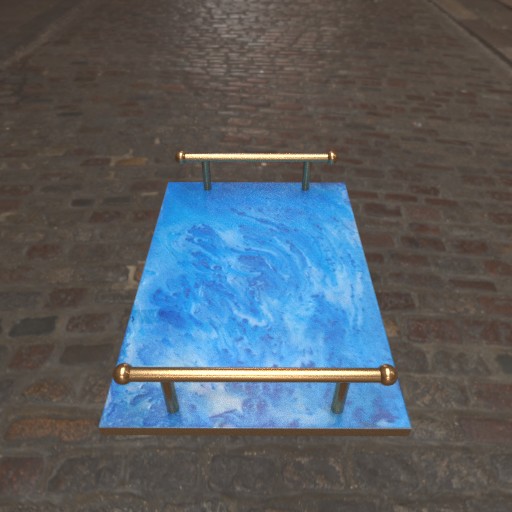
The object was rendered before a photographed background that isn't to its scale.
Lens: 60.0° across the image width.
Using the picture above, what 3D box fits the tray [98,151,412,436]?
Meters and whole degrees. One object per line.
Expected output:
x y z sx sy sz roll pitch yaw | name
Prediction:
0.000 0.000 0.576 0.304 0.084 0.444 0 41 0 | tray
